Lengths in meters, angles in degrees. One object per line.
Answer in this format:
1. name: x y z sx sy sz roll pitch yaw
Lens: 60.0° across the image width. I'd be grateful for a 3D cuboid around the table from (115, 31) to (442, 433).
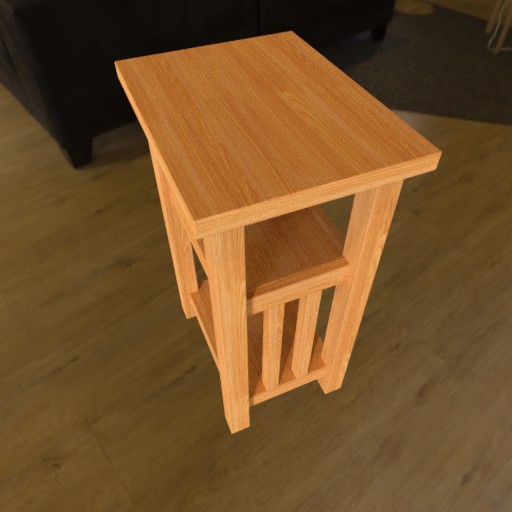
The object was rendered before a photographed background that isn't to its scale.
1. table: 0.000 0.000 0.733 0.270 0.550 0.350 -18 50 -16
